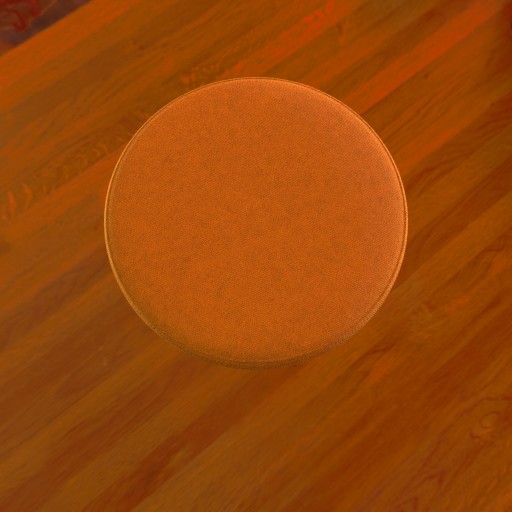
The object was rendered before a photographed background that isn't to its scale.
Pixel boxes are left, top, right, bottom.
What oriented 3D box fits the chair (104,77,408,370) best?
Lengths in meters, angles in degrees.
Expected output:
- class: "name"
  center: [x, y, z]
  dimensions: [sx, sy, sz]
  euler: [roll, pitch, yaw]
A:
- class: "chair"
  center: [0.000, 0.000, 0.697]
  dimensions: [0.345, 0.455, 0.345]
  euler: [21, 77, 5]
